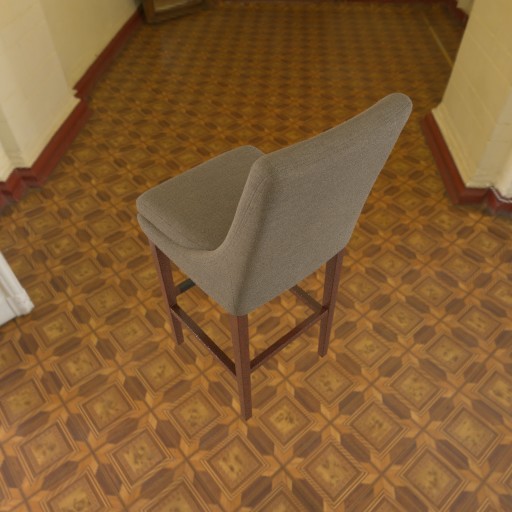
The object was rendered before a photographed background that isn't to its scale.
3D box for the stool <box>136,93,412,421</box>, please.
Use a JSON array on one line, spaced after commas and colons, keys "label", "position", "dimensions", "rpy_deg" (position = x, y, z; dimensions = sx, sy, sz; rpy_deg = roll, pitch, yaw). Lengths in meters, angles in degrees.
[{"label": "stool", "position": [0.000, 0.000, 1.343], "dimensions": [0.470, 1.078, 0.577], "rpy_deg": [-32, 53, -28]}]
